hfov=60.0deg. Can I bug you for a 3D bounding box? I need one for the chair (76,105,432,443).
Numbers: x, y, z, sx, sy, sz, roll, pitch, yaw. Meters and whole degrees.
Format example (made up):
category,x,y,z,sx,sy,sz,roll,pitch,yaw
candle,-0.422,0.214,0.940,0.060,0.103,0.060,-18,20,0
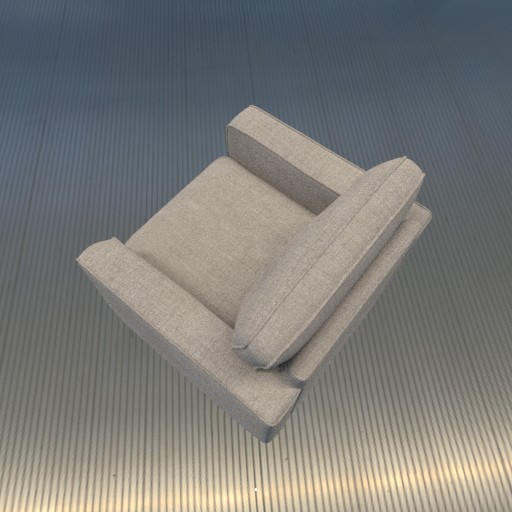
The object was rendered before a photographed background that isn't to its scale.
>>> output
category,x,y,z,sx,sy,sz,roll,pitch,yaw
chair,0.000,0.000,1.780,0.939,0.965,1.015,36,68,17
